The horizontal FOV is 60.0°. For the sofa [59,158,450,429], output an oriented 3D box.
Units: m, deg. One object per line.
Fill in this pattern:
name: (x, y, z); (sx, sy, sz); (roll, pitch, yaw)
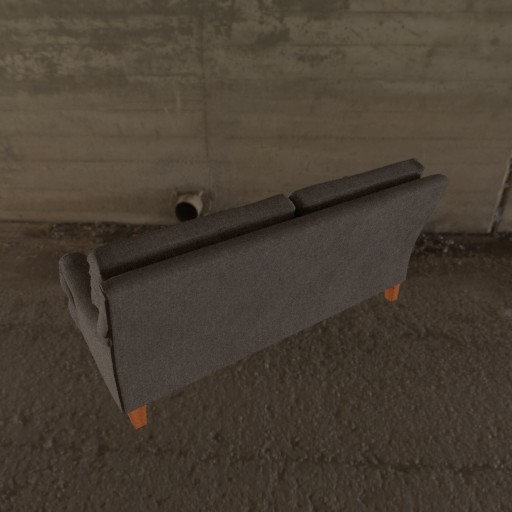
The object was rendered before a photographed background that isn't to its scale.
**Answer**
sofa: (0.000, 0.000, 2.753); (2.160, 1.054, 1.087); (-19, 36, -29)
